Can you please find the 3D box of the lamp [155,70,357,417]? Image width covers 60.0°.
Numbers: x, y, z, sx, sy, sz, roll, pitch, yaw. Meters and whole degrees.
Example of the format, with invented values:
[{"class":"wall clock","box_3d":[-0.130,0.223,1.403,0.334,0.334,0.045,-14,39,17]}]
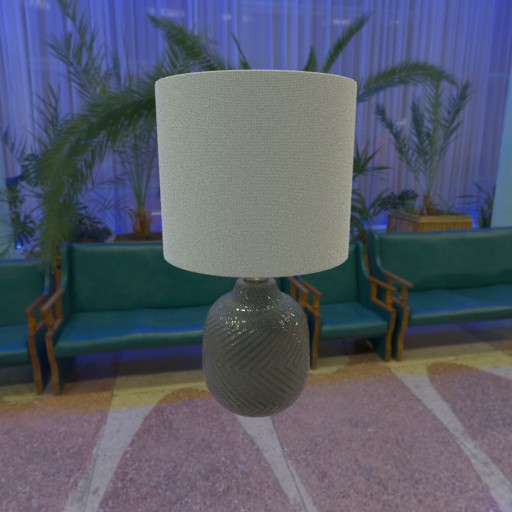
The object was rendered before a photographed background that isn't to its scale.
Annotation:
[{"class":"lamp","box_3d":[0.000,0.000,0.507,0.207,0.366,0.207,-2,14,-9]}]
